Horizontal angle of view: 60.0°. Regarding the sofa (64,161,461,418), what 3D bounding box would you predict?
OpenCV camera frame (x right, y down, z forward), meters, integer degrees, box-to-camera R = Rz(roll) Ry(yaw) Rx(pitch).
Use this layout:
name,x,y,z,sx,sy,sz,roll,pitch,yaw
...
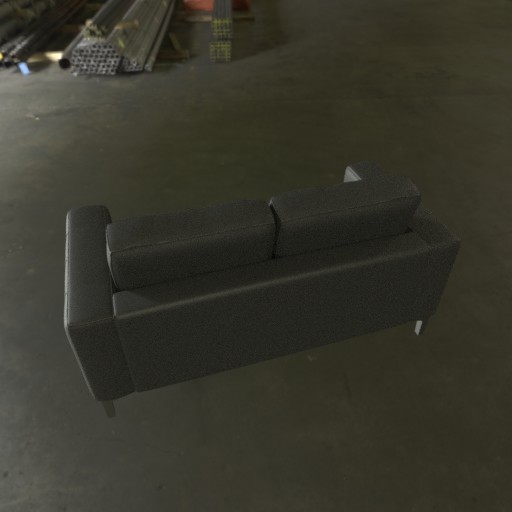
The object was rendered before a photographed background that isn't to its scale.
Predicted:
name,x,y,z,sx,sy,sz,roll,pitch,yaw
sofa,0.000,0.000,2.195,1.726,0.893,0.833,-11,41,-13
